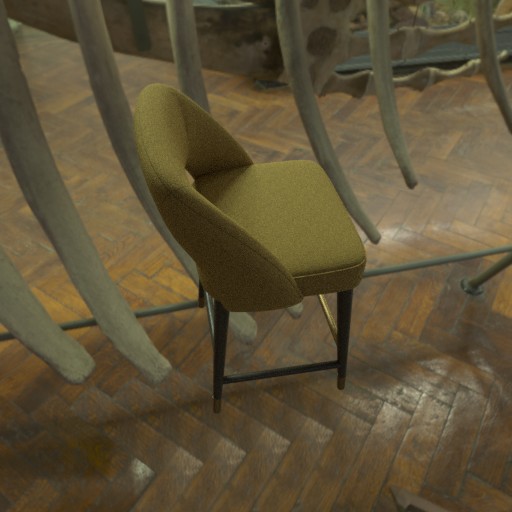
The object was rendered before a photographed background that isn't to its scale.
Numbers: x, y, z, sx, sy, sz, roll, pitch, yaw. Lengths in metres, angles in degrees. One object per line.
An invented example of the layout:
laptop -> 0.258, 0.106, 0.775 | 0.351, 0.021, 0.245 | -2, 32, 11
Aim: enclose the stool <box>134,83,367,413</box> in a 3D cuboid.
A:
stool -> 0.000, 0.000, 1.279 | 0.522, 0.939, 0.536 | -8, 46, -8
